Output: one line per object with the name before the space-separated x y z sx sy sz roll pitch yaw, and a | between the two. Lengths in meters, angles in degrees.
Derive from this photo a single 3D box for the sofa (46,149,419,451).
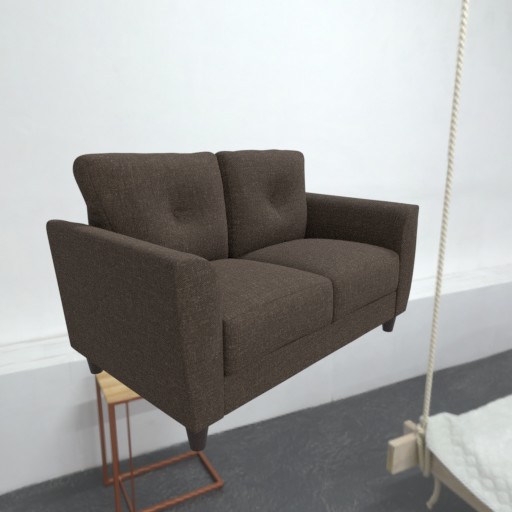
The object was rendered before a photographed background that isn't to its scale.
sofa | 0.000 0.000 1.925 0.851 0.885 1.423 14 20 42
